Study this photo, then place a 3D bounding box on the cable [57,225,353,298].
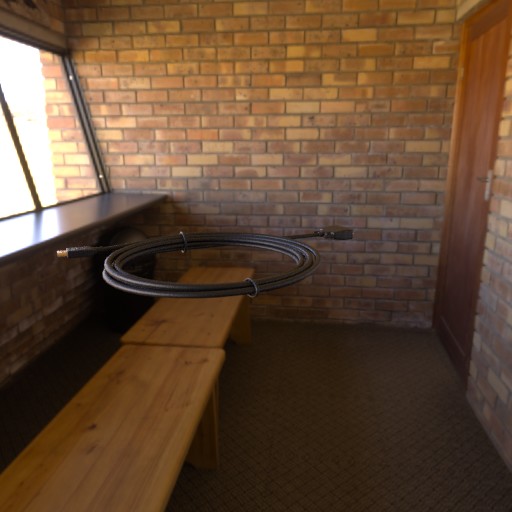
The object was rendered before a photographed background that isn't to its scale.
[{"bbox_3d":[0.000,0.000,0.520,0.422,0.030,0.257,-7,16,-24],"label":"cable"}]
